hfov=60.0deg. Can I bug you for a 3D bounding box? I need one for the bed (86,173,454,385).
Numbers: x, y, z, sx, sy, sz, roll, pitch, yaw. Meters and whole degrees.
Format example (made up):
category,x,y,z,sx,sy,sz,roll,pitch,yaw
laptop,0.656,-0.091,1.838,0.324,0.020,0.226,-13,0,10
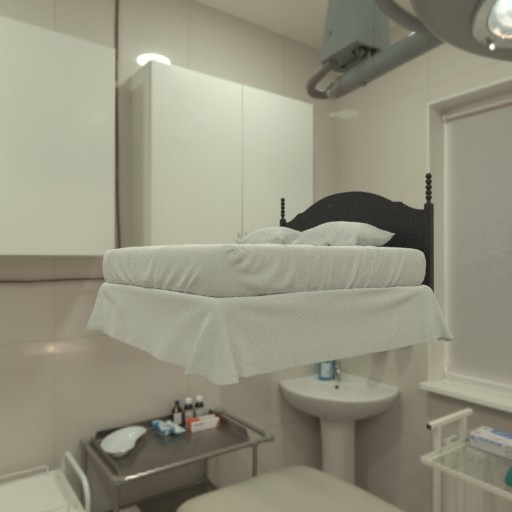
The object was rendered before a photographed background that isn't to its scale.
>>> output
category,x,y,z,sx,sy,sz,roll,pitch,yaw
bed,0.000,0.000,3.730,2.219,1.355,2.322,0,0,-36
